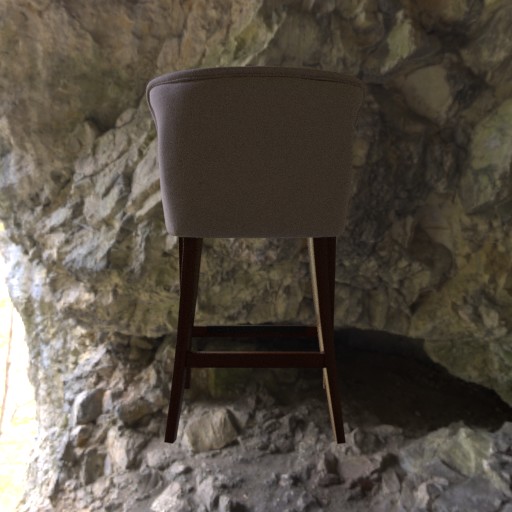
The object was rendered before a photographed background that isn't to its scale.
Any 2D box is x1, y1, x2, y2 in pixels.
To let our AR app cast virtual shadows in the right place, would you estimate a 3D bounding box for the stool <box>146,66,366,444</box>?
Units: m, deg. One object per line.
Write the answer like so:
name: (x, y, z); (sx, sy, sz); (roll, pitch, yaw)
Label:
stool: (0.000, 0.000, 1.324); (0.601, 0.951, 0.570); (0, 1, 1)
